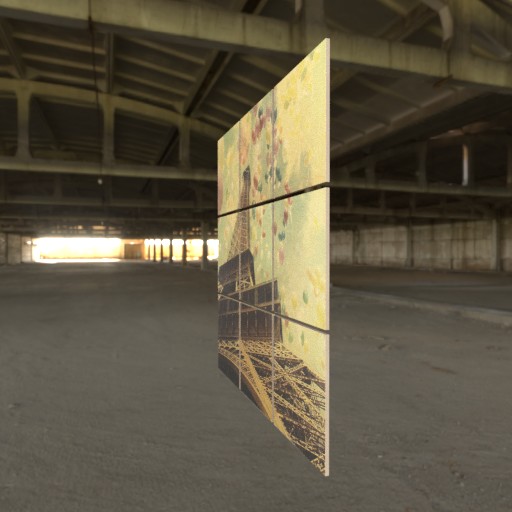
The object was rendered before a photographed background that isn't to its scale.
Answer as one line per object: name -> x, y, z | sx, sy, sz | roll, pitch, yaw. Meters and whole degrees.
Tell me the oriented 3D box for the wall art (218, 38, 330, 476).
wall art -> 0.000, 0.000, 1.809 | 0.013, 1.218, 1.219 | 0, 1, -19
